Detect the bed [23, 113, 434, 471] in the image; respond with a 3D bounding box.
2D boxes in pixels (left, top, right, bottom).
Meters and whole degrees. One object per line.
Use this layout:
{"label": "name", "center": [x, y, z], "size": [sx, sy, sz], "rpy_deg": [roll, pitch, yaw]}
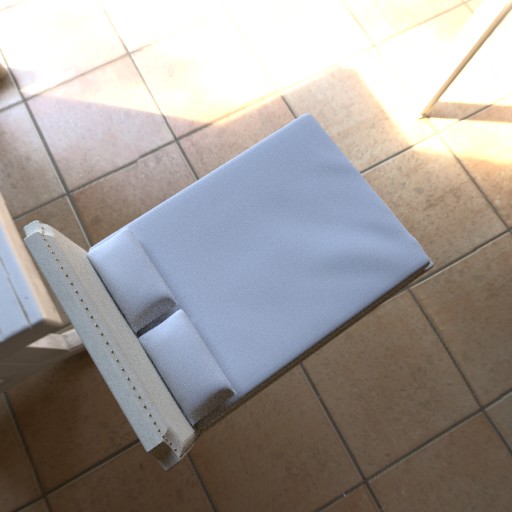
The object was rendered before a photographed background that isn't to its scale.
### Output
{"label": "bed", "center": [0.000, 0.000, 3.348], "size": [2.381, 1.457, 1.713], "rpy_deg": [-34, 78, -8]}
